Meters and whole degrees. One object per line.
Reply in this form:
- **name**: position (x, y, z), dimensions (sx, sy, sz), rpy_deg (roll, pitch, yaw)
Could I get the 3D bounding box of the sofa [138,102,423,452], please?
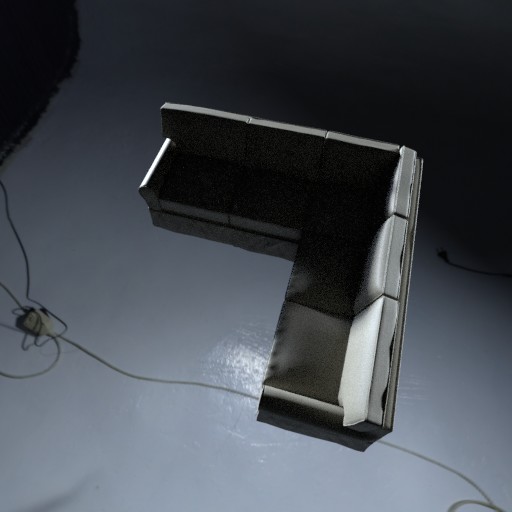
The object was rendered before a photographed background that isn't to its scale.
- **sofa**: position (0.000, 0.000, 4.044), dimensions (2.618, 1.081, 2.623), rpy_deg (13, 60, 8)
